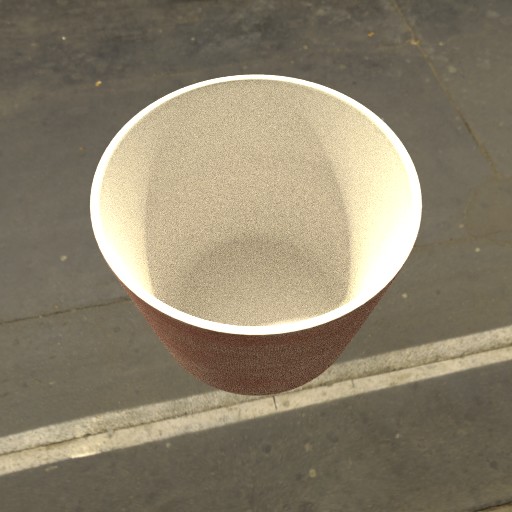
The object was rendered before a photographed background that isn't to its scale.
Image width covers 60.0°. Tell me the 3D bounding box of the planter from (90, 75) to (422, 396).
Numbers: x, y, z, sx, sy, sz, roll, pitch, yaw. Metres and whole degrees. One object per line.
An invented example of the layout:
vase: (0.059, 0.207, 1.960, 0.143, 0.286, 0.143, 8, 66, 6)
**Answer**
planter: (0.000, 0.000, 0.767, 0.440, 0.398, 0.440, 0, 59, 0)
